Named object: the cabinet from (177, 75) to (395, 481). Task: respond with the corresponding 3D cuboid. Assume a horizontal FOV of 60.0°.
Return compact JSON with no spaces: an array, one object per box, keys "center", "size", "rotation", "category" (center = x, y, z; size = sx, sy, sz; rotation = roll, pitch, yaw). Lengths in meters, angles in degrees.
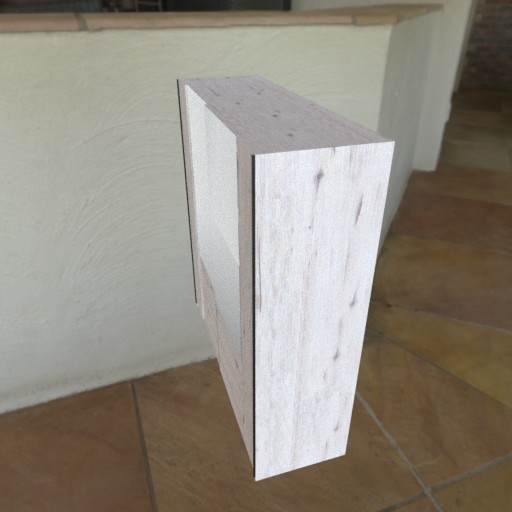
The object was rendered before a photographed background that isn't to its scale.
[{"center":[0.000,0.000,3.249],"size":[0.660,2.180,2.000],"rotation":[-9,32,-15],"category":"cabinet"}]
